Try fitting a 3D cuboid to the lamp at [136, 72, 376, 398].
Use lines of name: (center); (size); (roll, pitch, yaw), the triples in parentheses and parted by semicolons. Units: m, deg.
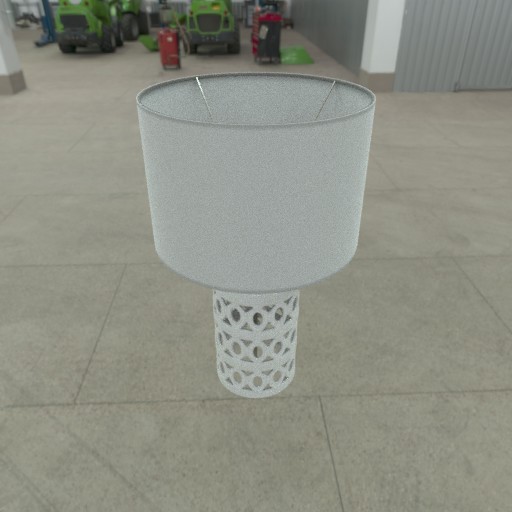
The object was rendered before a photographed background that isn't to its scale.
lamp: (0.000, 0.000, 0.711); (0.310, 0.502, 0.310); (0, 32, 0)
